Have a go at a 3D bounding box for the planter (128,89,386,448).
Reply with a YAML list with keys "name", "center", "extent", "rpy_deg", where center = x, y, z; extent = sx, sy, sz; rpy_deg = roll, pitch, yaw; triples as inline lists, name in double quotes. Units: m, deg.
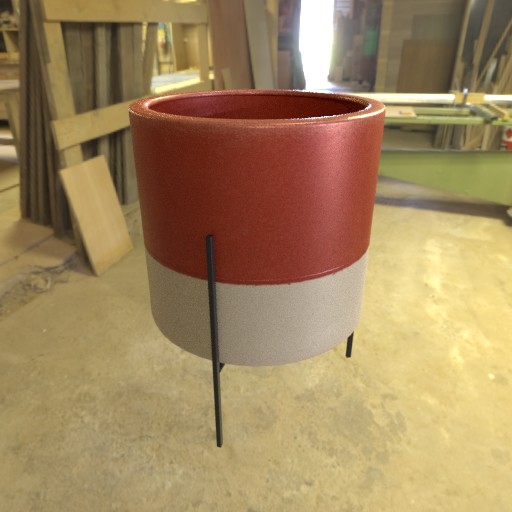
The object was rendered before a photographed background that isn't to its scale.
- name: "planter"
  center: [0.000, 0.000, 0.703]
  extent: [0.345, 0.465, 0.354]
  rpy_deg: [8, 27, 16]
